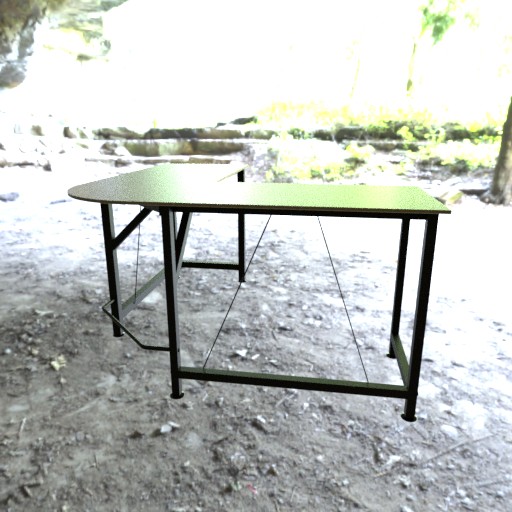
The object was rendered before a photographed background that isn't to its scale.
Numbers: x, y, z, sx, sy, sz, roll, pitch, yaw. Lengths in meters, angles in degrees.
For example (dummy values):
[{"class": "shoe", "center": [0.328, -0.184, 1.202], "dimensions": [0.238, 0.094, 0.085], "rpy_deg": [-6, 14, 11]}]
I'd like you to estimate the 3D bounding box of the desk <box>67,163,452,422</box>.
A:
[{"class": "desk", "center": [0.000, 0.000, 2.190], "dimensions": [1.400, 0.762, 1.400], "rpy_deg": [3, 17, 9]}]
